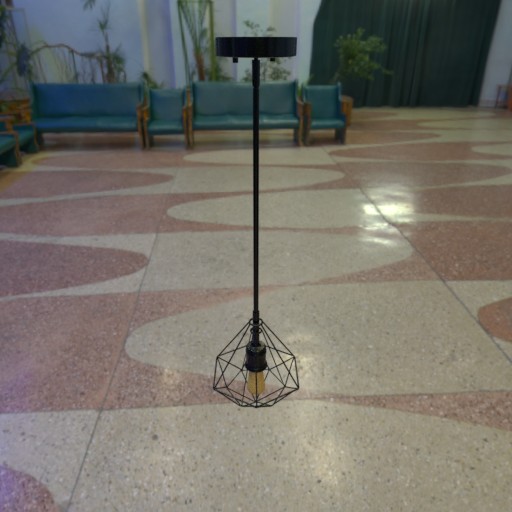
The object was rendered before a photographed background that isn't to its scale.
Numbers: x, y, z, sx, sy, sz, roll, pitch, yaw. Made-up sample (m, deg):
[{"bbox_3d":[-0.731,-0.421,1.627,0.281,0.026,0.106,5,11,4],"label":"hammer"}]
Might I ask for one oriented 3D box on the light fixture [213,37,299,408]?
[{"bbox_3d":[0.000,0.000,1.993,0.431,1.764,0.487,0,27,0],"label":"light fixture"}]
